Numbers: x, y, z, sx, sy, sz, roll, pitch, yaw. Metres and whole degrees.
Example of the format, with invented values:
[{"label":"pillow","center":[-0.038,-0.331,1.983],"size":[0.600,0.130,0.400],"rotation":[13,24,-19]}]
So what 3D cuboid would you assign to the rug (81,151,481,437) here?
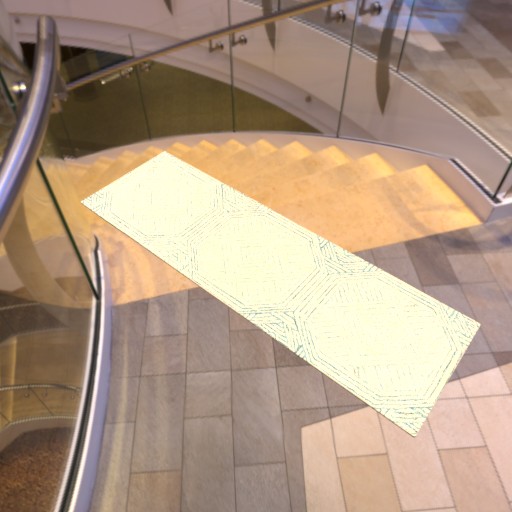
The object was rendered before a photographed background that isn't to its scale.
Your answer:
[{"label":"rug","center":[0.000,0.000,2.670],"size":[2.452,0.012,0.775],"rotation":[32,55,25]}]
